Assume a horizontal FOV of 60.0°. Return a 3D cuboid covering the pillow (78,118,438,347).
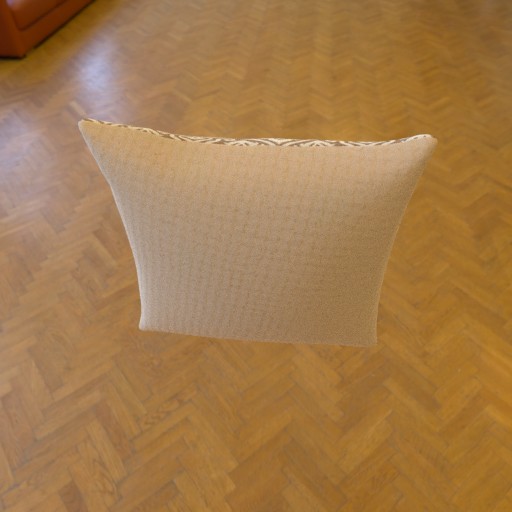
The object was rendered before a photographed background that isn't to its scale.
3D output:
[{"bbox_3d":[0.000,0.000,0.643,0.419,0.407,0.173,4,45,4],"label":"pillow"}]
